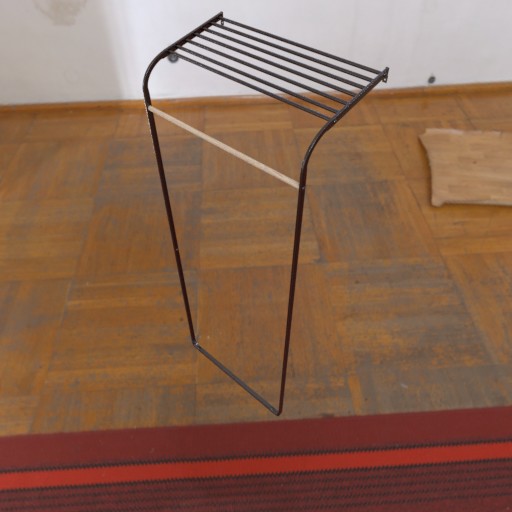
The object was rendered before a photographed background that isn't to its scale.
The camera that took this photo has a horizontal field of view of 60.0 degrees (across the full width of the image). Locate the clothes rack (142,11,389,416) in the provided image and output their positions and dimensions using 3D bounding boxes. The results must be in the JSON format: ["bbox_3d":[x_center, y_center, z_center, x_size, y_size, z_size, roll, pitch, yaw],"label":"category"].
[{"bbox_3d":[0.000,0.000,1.760,0.609,1.574,0.349,33,55,27],"label":"clothes rack"}]
